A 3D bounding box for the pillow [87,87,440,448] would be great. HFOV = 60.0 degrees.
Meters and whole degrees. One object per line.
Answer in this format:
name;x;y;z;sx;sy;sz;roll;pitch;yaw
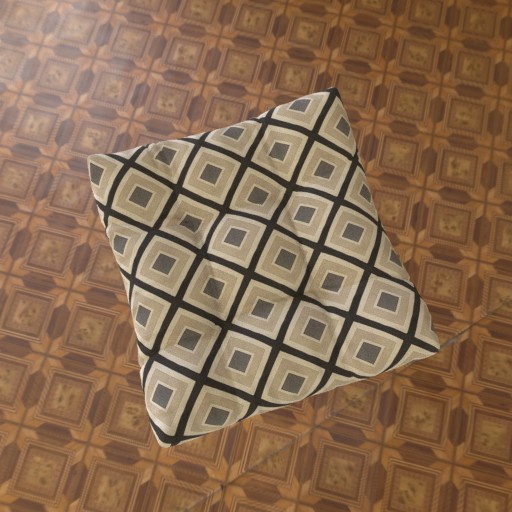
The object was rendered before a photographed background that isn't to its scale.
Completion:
pillow;0.000;0.000;0.747;0.468;0.128;0.490;-17;77;-4
